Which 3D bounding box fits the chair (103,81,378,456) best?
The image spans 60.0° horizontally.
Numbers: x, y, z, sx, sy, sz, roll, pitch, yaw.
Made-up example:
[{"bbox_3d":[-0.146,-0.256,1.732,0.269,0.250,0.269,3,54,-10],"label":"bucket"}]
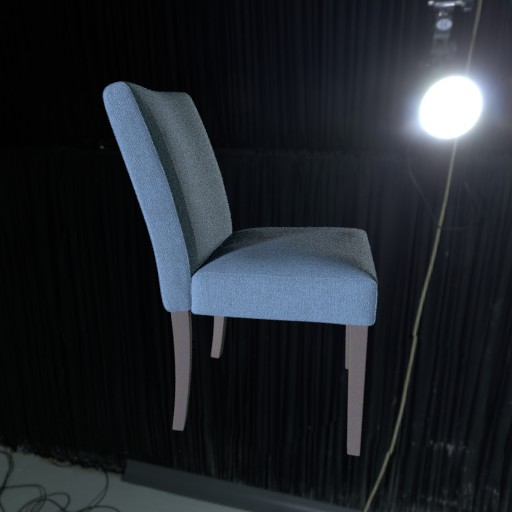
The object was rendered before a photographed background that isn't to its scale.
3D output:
[{"bbox_3d":[0.000,0.000,1.231,0.629,0.882,0.487,3,17,10],"label":"chair"}]
